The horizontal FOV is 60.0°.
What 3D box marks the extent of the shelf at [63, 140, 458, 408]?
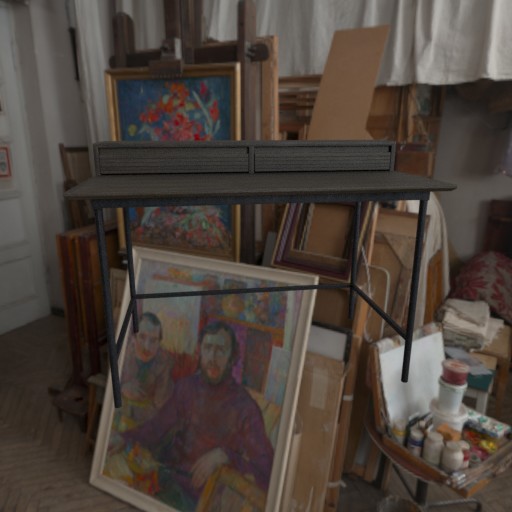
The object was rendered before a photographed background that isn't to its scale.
[{"bbox_3d":[0.000,0.000,1.756,1.212,0.865,0.685,-2,17,-8],"label":"shelf"}]
